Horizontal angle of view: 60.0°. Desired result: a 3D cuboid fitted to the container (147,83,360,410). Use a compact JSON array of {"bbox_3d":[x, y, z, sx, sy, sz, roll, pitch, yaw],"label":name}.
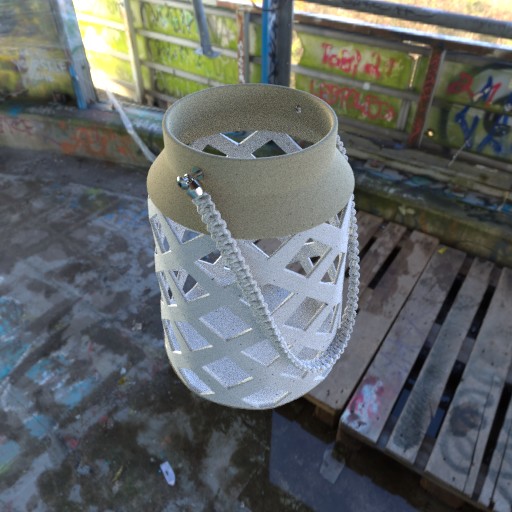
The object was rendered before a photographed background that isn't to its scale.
[{"bbox_3d":[0.000,0.000,0.403,0.198,0.264,0.188,26,48,26],"label":"container"}]
